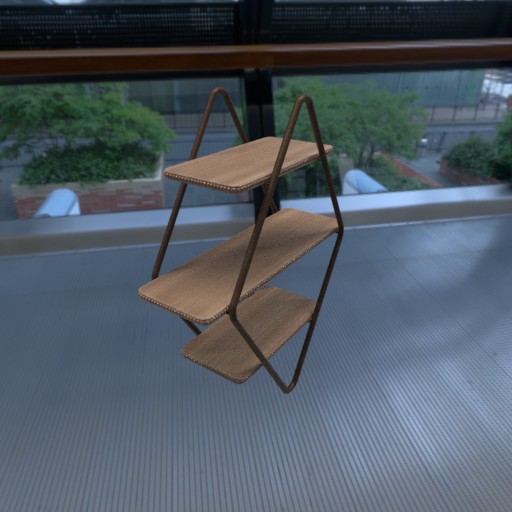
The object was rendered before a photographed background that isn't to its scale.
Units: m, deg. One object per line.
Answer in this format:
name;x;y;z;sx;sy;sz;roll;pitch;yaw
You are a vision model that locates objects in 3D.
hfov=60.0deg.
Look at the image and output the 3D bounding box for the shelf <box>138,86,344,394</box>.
shelf;0.000;0.000;1.099;0.234;0.774;0.609;18;32;31
